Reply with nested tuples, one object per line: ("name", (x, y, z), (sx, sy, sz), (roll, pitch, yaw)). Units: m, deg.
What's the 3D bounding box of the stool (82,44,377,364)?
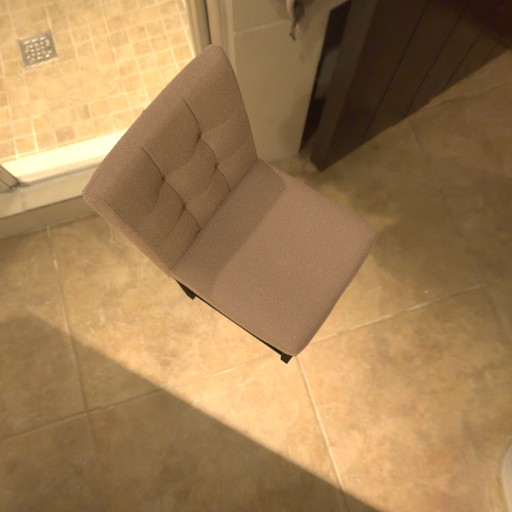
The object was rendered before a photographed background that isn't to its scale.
("stool", (0.000, 0.000, 1.304), (0.548, 1.047, 0.411), (35, 78, 8))
